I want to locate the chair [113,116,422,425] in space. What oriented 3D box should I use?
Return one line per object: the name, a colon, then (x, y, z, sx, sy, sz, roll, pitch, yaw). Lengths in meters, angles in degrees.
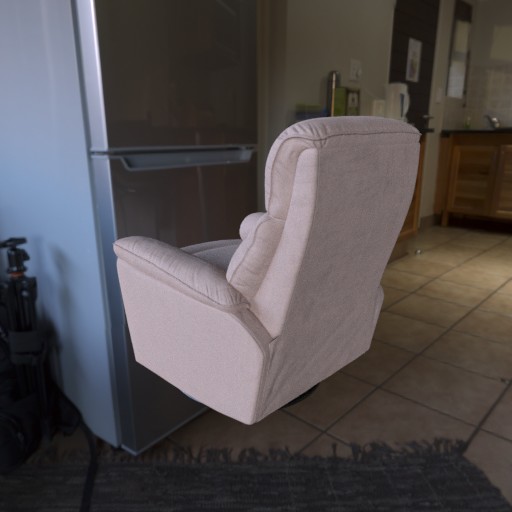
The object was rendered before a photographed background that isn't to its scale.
chair: (0.000, 0.000, 1.738, 0.820, 1.037, 1.004, -16, 23, -43)
